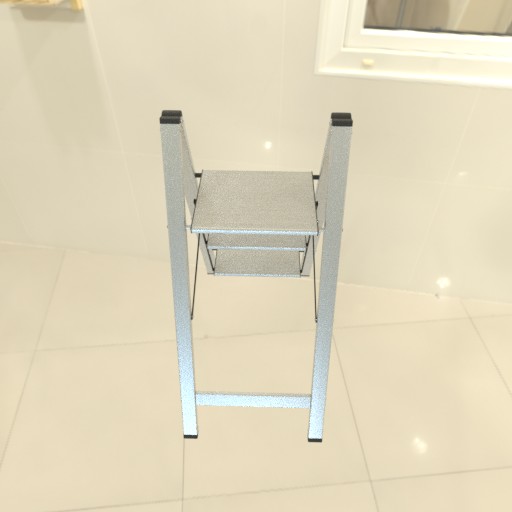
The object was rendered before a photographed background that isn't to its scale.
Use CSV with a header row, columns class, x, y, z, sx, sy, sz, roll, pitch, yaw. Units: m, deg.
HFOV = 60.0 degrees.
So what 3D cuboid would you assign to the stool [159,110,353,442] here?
class,x,y,z,sx,sy,sz,roll,pitch,yaw
stool,0.000,0.000,1.325,0.441,0.902,0.730,1,45,1
